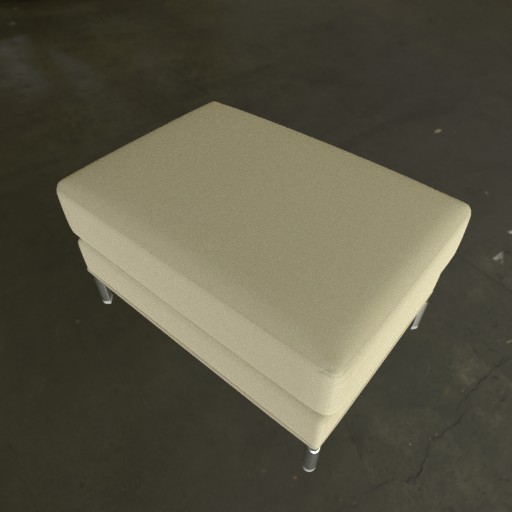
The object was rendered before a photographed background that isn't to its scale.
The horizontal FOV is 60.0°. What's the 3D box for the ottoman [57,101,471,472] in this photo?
[{"bbox_3d":[0.000,0.000,1.186,0.835,0.497,0.581,31,53,27],"label":"ottoman"}]
